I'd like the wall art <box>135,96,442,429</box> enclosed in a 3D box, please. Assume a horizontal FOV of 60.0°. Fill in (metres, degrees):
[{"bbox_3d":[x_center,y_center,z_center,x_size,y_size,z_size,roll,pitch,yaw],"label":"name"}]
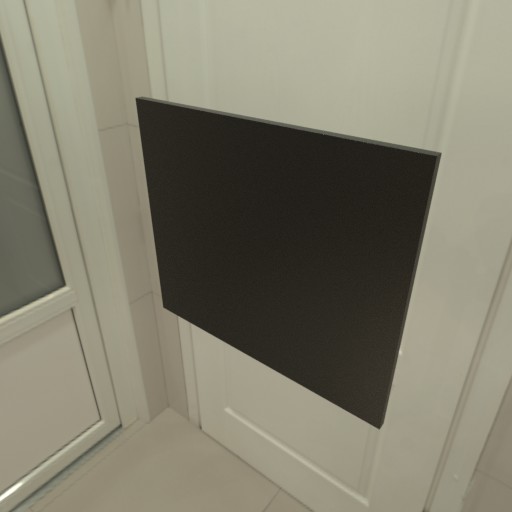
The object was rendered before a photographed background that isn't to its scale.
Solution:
[{"bbox_3d":[0.000,0.000,0.547,0.383,0.332,0.012,22,37,33],"label":"wall art"}]
